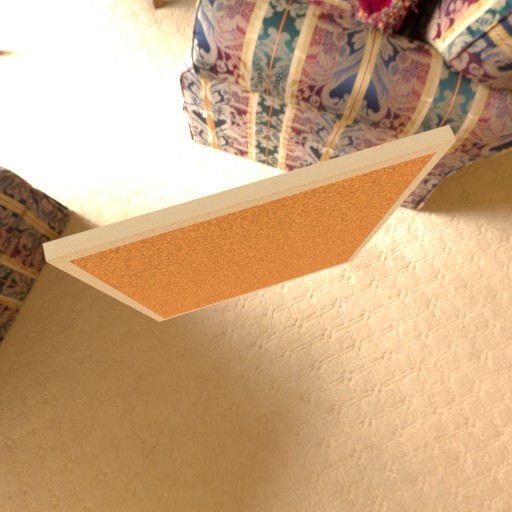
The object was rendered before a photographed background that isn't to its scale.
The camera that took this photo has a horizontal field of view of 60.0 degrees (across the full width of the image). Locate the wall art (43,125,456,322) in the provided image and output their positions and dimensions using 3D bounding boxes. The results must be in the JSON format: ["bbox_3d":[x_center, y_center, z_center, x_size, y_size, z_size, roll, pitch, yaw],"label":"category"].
[{"bbox_3d":[0.000,0.000,0.718,0.444,0.536,0.020,-17,76,-4],"label":"wall art"}]
